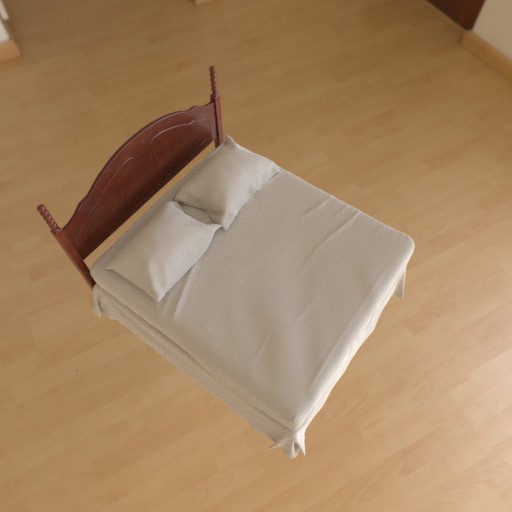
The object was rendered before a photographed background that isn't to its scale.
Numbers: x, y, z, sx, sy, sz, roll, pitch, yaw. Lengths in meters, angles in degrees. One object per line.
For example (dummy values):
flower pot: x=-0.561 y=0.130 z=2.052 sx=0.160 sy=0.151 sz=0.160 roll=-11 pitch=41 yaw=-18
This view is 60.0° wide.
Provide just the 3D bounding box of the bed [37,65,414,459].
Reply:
bed: x=0.000 y=0.000 z=3.214 sx=2.040 sy=1.356 sz=1.873 roll=32 pitch=64 yaw=18
